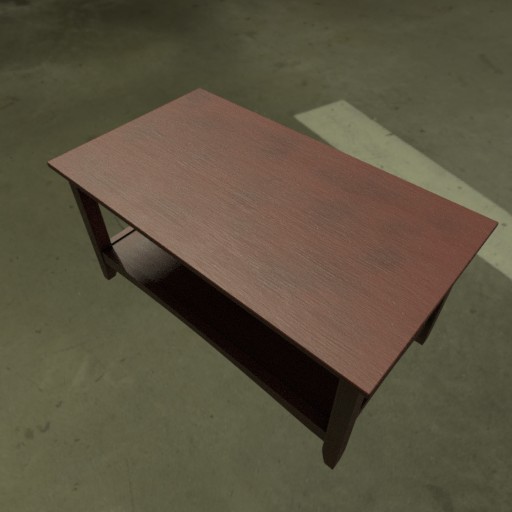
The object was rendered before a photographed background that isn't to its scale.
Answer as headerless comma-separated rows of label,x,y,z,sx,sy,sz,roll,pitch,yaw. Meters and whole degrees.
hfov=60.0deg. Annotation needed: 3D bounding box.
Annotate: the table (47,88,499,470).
table,0.000,0.000,1.206,0.943,0.456,0.533,33,55,27
